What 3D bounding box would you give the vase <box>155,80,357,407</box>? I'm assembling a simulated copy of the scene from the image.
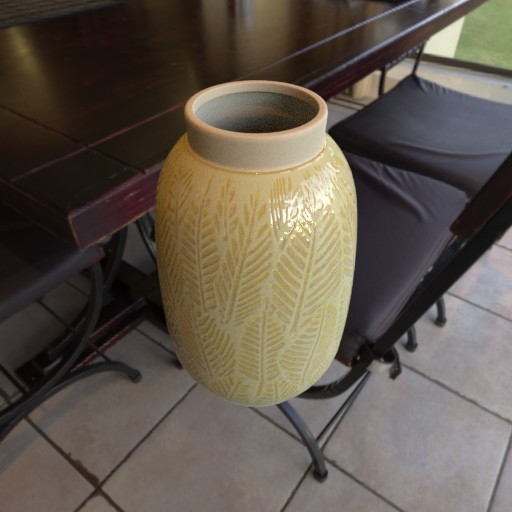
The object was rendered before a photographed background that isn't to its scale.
[{"bbox_3d":[0.000,0.000,0.387,0.172,0.270,0.172,0,41,0],"label":"vase"}]
